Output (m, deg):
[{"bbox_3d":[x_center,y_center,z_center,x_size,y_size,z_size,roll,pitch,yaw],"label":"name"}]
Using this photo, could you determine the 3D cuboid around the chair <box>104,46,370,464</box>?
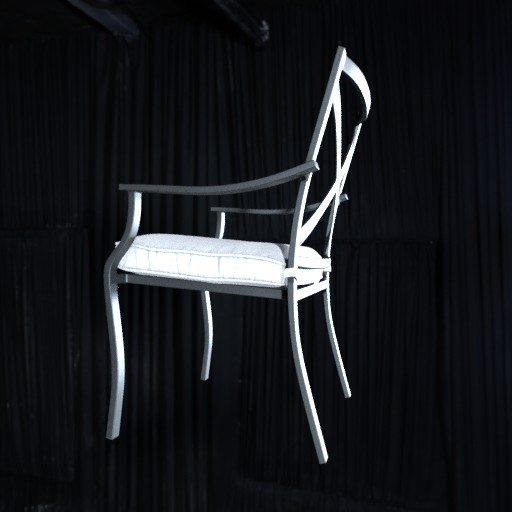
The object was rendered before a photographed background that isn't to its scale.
[{"bbox_3d":[0.000,0.000,1.248,0.620,0.889,0.575,0,0,18],"label":"chair"}]
